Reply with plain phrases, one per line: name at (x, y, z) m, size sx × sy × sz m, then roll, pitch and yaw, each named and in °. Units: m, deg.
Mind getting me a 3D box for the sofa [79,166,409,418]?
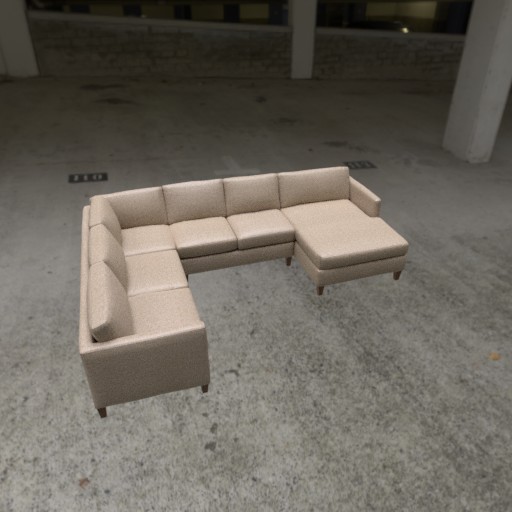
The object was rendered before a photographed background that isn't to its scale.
sofa at (0.000, 0.000, 4.727) m, size 3.460 × 0.961 × 2.594 m, roll -10°, pitch 33°, yaw -15°
